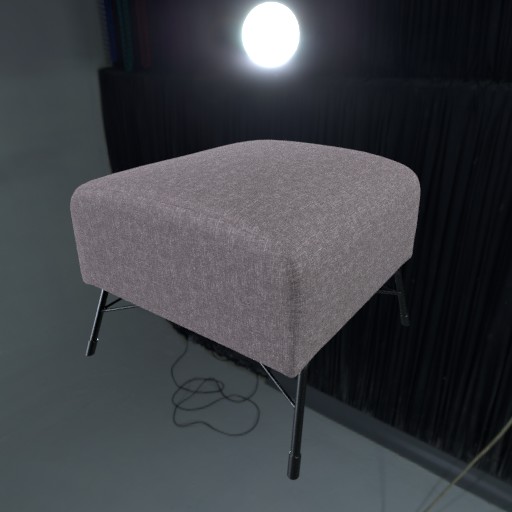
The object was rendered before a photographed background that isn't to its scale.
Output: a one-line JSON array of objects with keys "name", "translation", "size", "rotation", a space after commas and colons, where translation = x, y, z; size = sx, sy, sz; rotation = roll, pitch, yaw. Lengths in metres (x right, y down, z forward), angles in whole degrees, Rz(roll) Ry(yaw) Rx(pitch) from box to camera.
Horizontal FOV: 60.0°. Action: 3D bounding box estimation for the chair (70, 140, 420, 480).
[{"name": "chair", "translation": [0.000, 0.000, 0.919], "size": [0.530, 0.410, 0.530], "rotation": [17, 30, 32]}]
